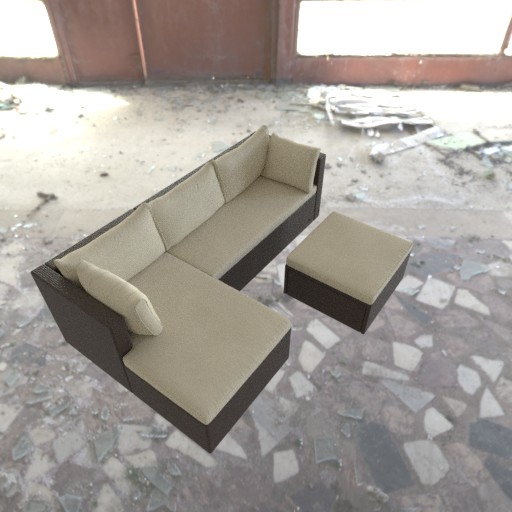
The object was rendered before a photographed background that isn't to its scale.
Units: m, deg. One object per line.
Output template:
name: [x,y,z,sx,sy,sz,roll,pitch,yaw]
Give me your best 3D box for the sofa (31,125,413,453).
sofa: [0.000,0.000,3.002,1.612,0.766,2.192,26,48,26]
